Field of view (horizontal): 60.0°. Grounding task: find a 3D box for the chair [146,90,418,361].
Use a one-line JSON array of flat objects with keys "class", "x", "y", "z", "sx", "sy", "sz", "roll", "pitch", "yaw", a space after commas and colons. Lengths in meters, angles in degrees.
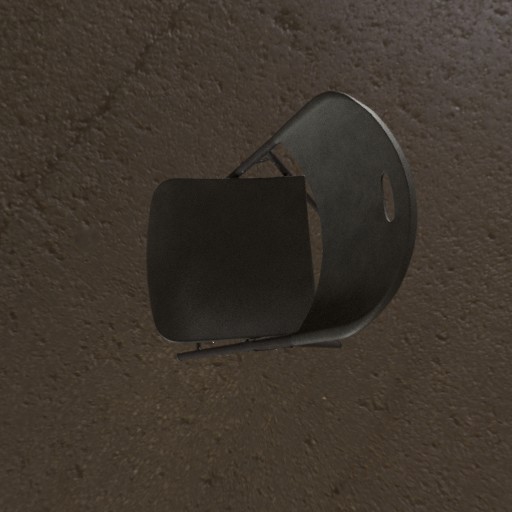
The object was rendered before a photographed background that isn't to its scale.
[{"class": "chair", "x": 0.000, "y": 0.000, "z": 1.163, "sx": 0.566, "sy": 0.810, "sz": 0.494, "roll": -4, "pitch": 76, "yaw": -1}]
